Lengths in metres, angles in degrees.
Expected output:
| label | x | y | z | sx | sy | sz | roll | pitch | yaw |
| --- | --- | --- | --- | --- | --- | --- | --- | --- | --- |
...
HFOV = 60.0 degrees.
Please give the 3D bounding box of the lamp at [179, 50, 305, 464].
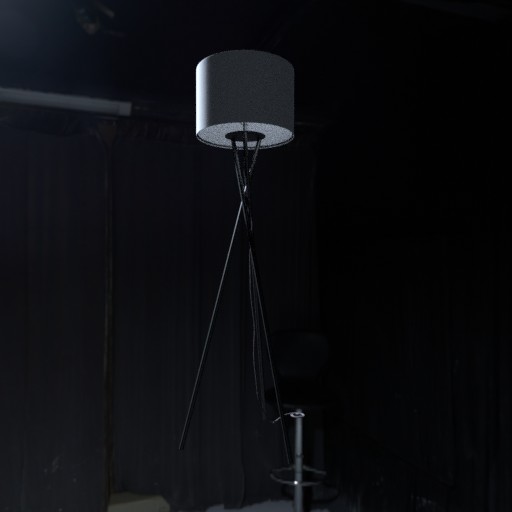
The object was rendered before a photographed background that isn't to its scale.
| label | x | y | z | sx | sy | sz | roll | pitch | yaw |
| --- | --- | --- | --- | --- | --- | --- | --- | --- | --- |
| lamp | 0.000 | 0.000 | 1.947 | 0.667 | 1.624 | 0.522 | 0 | 0 | -19 |
